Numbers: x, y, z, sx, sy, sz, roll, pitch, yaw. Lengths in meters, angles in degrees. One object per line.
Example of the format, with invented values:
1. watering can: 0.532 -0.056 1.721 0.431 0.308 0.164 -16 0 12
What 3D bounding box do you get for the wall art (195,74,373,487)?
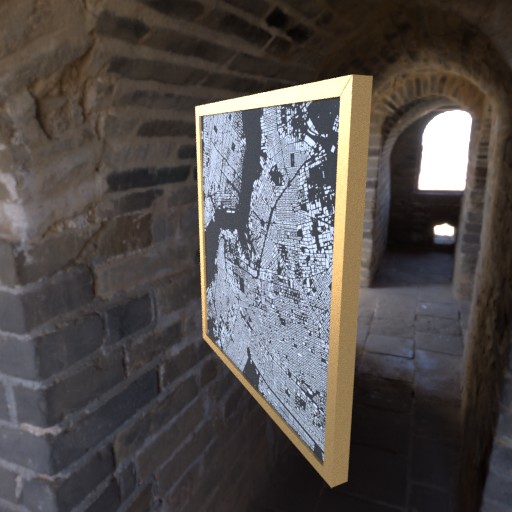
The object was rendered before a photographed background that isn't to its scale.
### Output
1. wall art: 0.000 0.000 2.828 0.099 1.926 1.926 -7 16 -25
